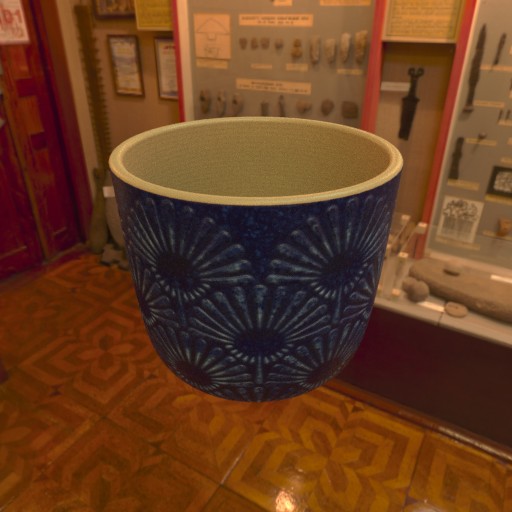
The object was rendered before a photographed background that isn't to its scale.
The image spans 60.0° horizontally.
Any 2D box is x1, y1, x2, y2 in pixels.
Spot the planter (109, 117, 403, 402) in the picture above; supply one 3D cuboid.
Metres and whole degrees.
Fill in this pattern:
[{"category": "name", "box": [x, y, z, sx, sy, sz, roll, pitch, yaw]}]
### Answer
[{"category": "planter", "box": [0.000, 0.000, 0.220, 0.124, 0.109, 0.124, 0, 29, 0]}]
